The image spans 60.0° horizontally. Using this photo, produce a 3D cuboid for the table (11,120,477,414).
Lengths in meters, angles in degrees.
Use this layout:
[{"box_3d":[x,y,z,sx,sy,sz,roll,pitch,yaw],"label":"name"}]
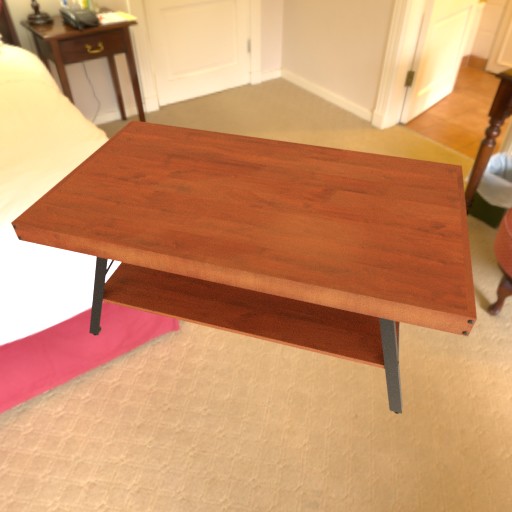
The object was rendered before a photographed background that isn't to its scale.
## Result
[{"box_3d":[0.000,0.000,1.335,1.067,0.457,0.610,11,43,12],"label":"table"}]
